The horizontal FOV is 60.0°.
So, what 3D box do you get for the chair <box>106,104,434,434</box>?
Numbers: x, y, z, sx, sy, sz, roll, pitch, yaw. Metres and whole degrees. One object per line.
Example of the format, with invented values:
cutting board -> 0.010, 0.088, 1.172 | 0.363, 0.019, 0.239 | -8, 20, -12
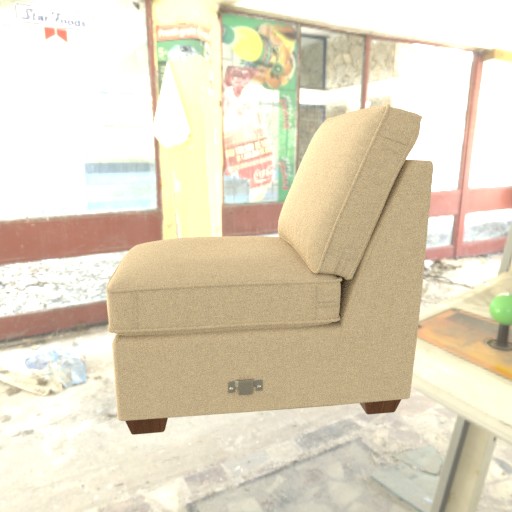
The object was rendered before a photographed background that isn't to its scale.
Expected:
chair -> 0.000, 0.000, 1.546 | 0.938, 0.970, 0.621 | -2, 13, -8
